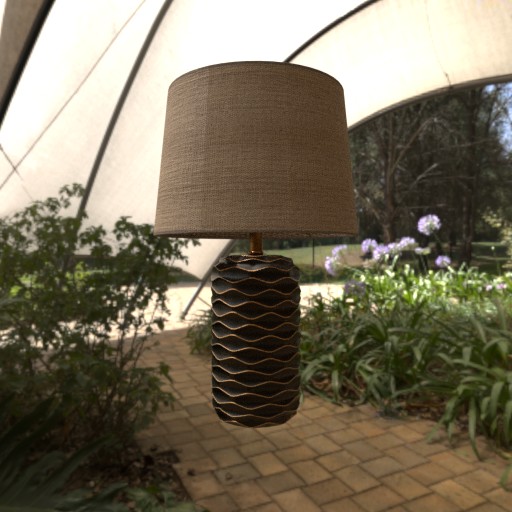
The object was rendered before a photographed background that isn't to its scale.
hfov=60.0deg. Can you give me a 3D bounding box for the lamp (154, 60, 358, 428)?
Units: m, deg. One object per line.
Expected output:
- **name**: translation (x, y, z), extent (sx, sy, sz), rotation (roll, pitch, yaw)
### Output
- **lamp**: translation (0.000, 0.000, 0.835), extent (0.376, 0.594, 0.376), rotation (0, 1, 0)
